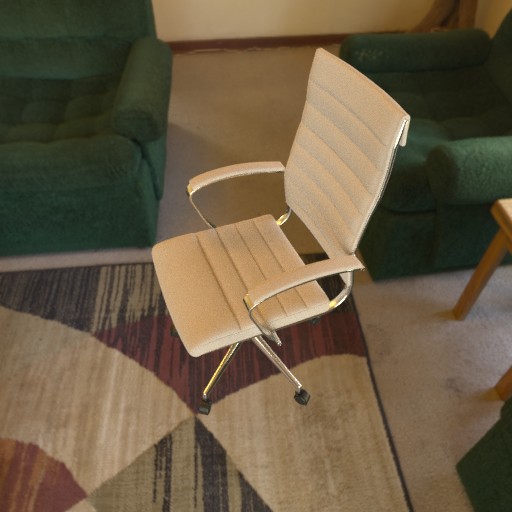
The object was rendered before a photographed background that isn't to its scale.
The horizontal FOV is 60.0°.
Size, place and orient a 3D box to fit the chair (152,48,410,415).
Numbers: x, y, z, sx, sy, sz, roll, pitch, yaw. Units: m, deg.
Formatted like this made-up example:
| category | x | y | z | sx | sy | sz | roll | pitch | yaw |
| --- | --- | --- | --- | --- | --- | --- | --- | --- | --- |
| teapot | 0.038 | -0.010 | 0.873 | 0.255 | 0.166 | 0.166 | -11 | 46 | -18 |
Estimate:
| category | x | y | z | sx | sy | sz | roll | pitch | yaw |
| --- | --- | --- | --- | --- | --- | --- | --- | --- | --- |
| chair | 0.000 | 0.000 | 1.529 | 0.667 | 1.149 | 0.679 | -17 | 49 | -16 |
